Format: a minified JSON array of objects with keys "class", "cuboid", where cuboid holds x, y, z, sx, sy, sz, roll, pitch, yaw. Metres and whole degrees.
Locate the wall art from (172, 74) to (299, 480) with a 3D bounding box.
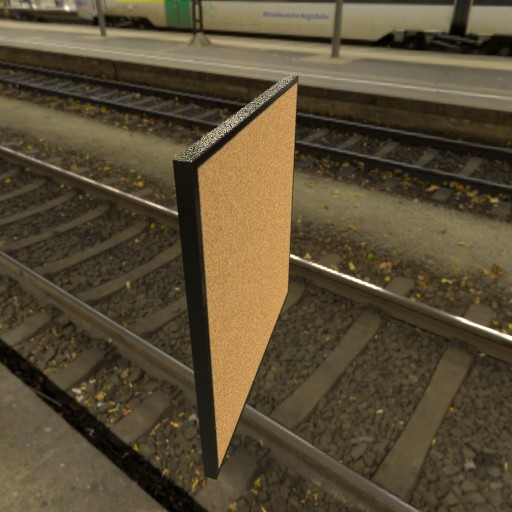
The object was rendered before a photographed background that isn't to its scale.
[{"class":"wall art","cuboid":[0.000,0.000,0.524,0.014,0.349,0.349,9,32,14]}]
